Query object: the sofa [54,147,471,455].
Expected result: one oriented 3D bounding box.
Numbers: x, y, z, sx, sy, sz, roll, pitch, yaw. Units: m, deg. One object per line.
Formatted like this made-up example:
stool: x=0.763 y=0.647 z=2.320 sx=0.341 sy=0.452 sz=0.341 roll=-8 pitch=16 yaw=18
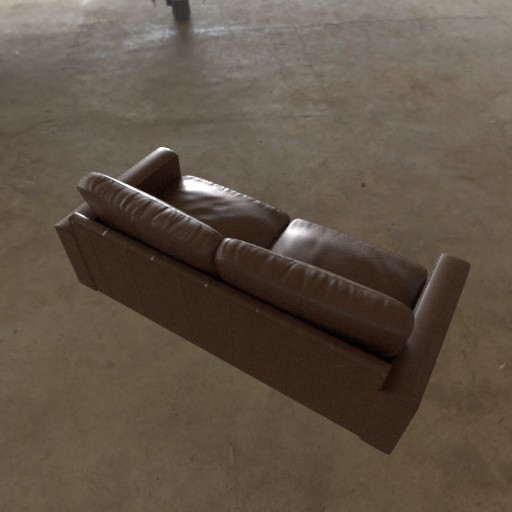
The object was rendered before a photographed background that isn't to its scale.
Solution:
sofa: x=0.000 y=0.000 z=2.600 sx=2.179 sy=0.873 sz=1.016 roll=24 pitch=51 yaw=21
